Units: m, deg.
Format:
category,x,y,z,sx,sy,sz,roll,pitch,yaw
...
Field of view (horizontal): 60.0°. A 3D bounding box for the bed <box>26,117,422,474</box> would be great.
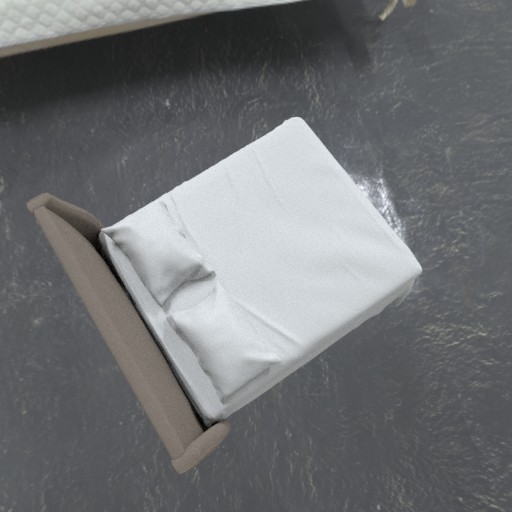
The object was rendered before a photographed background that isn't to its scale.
category,x,y,z,sx,sy,sz,roll,pitch,yaw
bed,0.000,0.000,3.377,2.276,1.332,1.925,-33,76,-9
